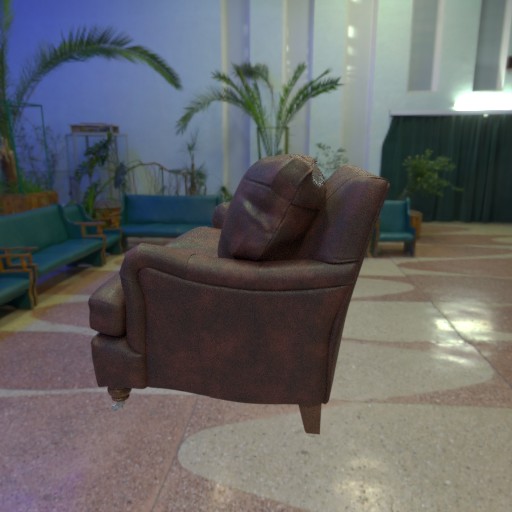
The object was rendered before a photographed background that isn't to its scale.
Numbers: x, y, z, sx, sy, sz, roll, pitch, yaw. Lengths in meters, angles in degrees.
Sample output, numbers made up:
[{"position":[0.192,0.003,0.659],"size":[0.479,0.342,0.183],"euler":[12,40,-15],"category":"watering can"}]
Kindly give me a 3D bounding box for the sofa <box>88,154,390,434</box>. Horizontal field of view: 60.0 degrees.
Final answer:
[{"position":[0.000,0.000,2.387],"size":[1.148,1.070,1.628],"euler":[2,13,8],"category":"sofa"}]
